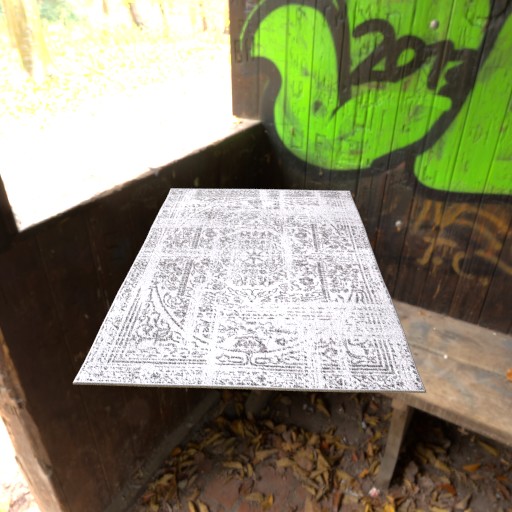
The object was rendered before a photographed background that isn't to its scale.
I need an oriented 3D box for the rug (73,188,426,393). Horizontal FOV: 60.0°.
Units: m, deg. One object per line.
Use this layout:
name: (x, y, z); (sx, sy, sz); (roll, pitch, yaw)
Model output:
rug: (0.000, 0.000, 3.160); (1.706, 0.026, 2.438); (1, 31, 2)
